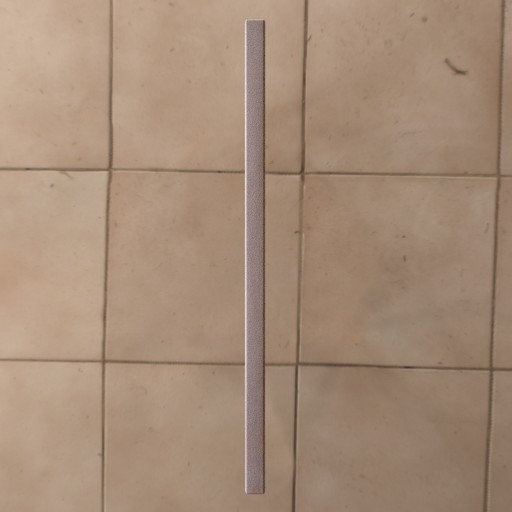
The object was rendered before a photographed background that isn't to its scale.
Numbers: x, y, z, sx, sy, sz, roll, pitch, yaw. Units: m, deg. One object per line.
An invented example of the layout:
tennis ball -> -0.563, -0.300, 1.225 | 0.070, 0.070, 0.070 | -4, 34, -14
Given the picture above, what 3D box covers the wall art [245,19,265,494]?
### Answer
wall art -> 0.000, 0.000, 1.154 | 0.038, 0.609, 0.913 | 0, 92, 0
